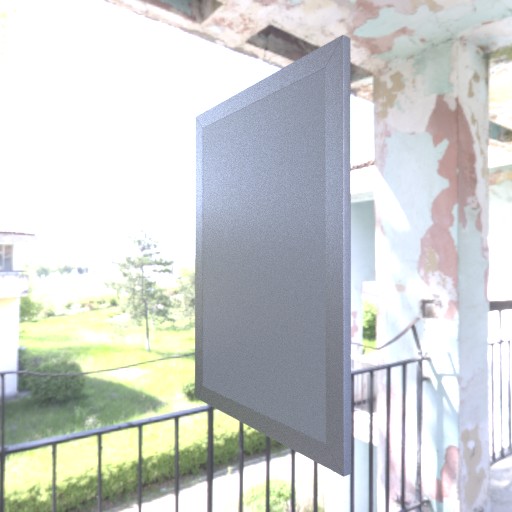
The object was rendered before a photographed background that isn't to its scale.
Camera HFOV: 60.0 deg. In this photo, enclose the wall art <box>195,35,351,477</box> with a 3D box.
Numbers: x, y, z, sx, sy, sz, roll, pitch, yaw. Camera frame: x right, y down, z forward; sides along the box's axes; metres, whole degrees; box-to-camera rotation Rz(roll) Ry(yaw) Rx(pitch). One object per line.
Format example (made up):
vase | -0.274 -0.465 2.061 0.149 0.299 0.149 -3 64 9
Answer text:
wall art | 0.000 0.000 0.686 0.013 0.529 0.376 0 -1 -36
